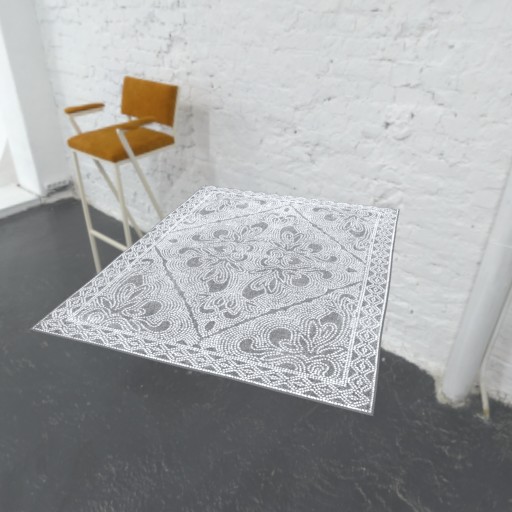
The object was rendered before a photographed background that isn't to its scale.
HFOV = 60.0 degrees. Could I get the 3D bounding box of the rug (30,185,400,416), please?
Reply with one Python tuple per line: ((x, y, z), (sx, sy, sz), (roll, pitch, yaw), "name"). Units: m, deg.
((0.000, 0.000, 4.093), (2.438, 0.012, 3.048), (10, 31, 16), "rug")
